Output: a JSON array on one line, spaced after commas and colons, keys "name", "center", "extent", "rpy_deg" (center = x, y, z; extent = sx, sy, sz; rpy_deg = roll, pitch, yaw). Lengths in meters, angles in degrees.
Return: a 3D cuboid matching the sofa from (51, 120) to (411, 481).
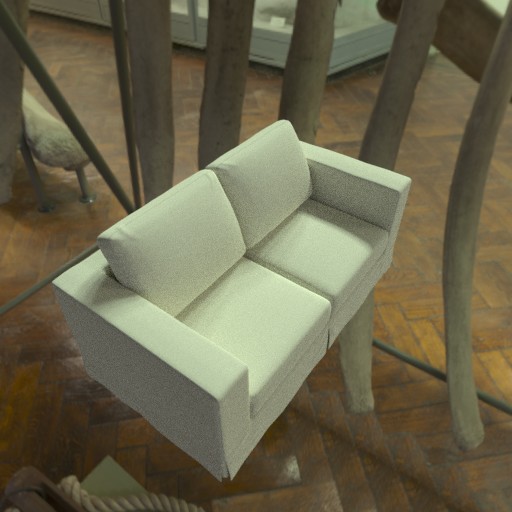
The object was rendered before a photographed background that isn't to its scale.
[{"name": "sofa", "center": [0.000, 0.000, 2.438], "extent": [1.009, 0.932, 1.813], "rpy_deg": [26, 49, 26]}]
